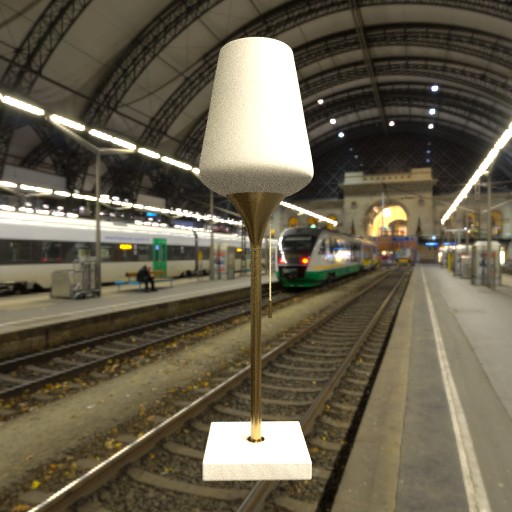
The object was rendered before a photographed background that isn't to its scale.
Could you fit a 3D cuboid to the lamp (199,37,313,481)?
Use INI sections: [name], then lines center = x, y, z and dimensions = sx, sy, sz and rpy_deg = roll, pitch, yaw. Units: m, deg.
[lamp]
center = 0.000, 0.000, 0.704
dimensions = 0.181, 0.639, 0.181
rpy_deg = 0, 0, -1
